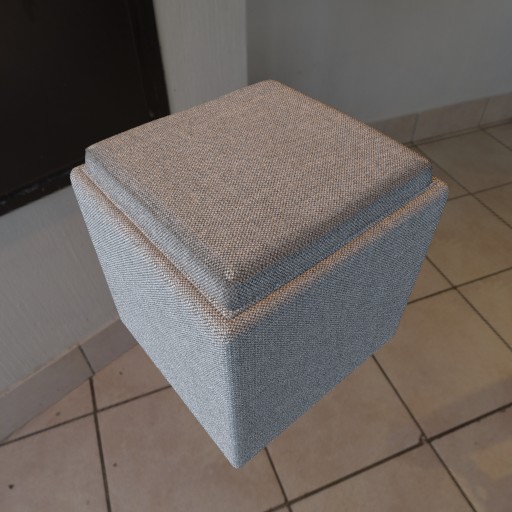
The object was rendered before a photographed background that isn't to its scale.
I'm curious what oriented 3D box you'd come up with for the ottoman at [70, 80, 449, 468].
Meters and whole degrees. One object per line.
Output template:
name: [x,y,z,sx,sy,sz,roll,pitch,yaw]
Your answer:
ottoman: [0.000,0.000,0.839,0.454,0.487,0.436,-31,53,-27]
